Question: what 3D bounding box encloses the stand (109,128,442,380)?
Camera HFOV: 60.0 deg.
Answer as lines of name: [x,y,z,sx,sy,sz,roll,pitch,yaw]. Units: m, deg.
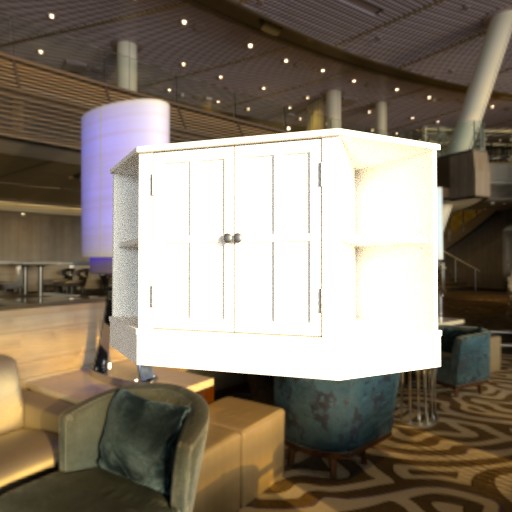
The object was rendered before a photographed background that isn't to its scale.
stand: [0.000,0.000,1.385,1.072,0.614,0.477,0,-1,18]
